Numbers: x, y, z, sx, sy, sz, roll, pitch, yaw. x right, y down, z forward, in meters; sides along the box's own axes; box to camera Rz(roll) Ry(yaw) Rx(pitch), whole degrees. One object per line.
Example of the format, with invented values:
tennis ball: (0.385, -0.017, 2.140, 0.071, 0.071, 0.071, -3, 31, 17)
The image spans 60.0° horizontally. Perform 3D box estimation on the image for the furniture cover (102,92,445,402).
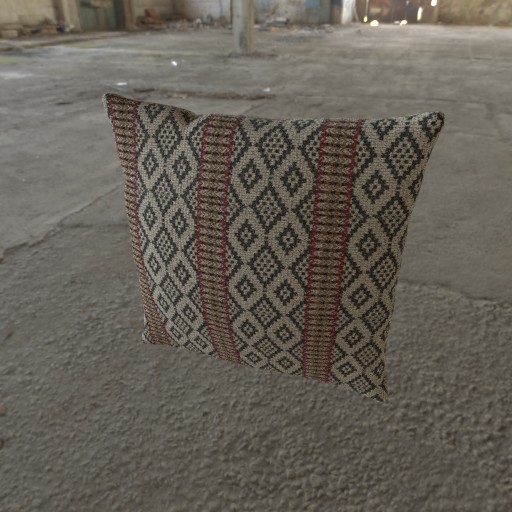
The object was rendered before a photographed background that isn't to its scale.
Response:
furniture cover: (0.000, 0.000, 0.750, 0.503, 0.506, 0.182, 9, 31, 16)
